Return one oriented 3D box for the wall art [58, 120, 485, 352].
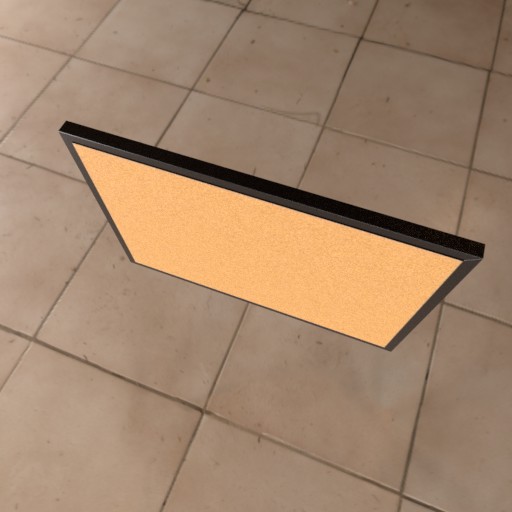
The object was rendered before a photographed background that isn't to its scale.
[{"bbox_3d":[0.000,0.000,0.854,0.657,0.458,0.027,18,64,9],"label":"wall art"}]
